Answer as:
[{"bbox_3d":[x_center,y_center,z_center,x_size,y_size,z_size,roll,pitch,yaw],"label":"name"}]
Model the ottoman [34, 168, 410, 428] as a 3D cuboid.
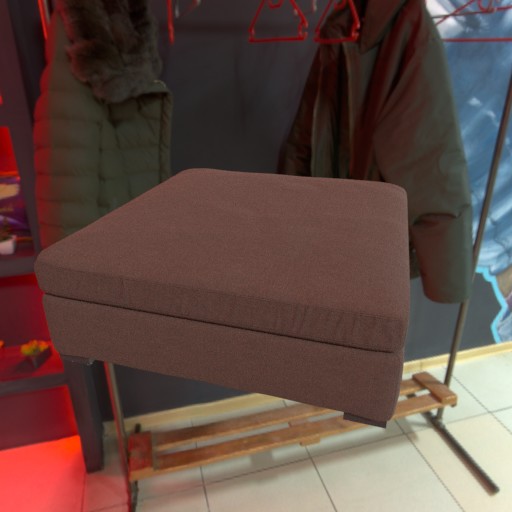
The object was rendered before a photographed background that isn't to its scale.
[{"bbox_3d":[0.000,0.000,1.830,1.181,0.470,1.181,7,26,15],"label":"ottoman"}]
